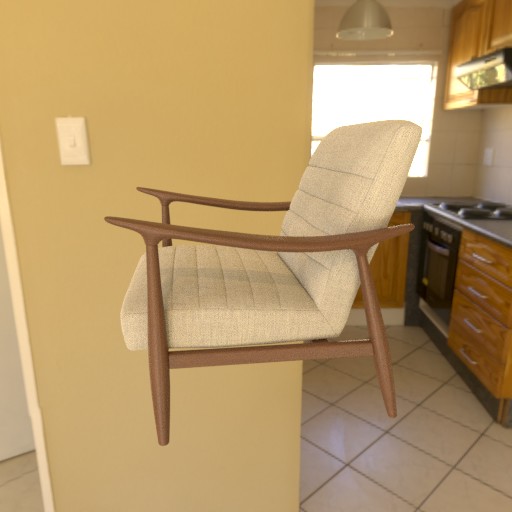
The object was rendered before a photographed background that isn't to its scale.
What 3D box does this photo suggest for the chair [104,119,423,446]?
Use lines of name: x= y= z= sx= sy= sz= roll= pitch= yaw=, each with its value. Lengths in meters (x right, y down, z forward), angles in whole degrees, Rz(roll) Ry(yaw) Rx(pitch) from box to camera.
chair: x=0.000 y=0.000 z=1.426 sx=0.798 sy=0.832 sz=0.741 roll=-2 pitch=15 yaw=-8
